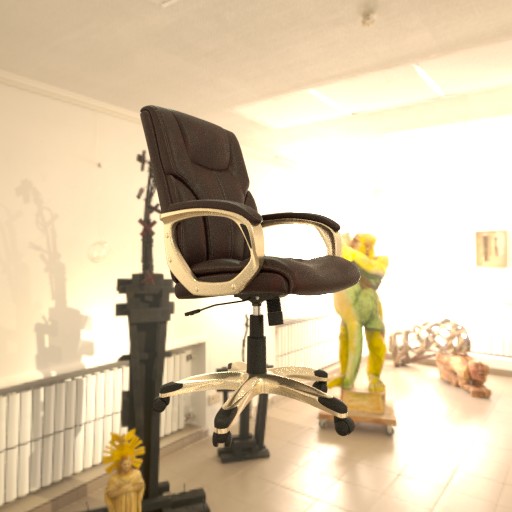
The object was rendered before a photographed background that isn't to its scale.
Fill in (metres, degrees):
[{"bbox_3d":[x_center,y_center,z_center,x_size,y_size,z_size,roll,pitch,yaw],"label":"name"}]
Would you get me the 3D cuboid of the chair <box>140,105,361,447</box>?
[{"bbox_3d":[0.000,0.000,1.581,0.739,1.107,0.662,0,1,36],"label":"chair"}]
